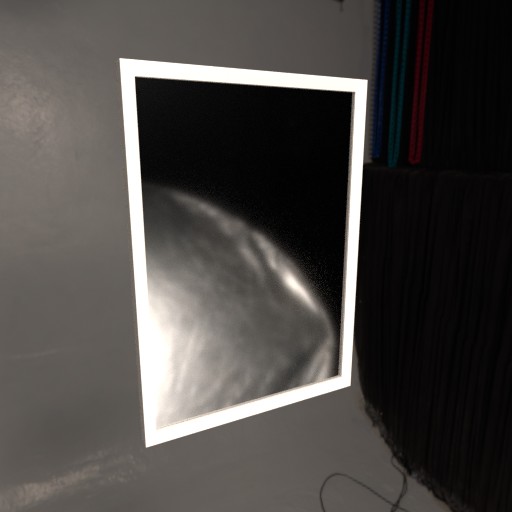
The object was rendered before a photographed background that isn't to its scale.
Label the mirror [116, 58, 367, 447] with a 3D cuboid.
[{"bbox_3d":[0.000,0.000,0.916,0.507,0.710,0.039,-7,15,-27],"label":"mirror"}]
